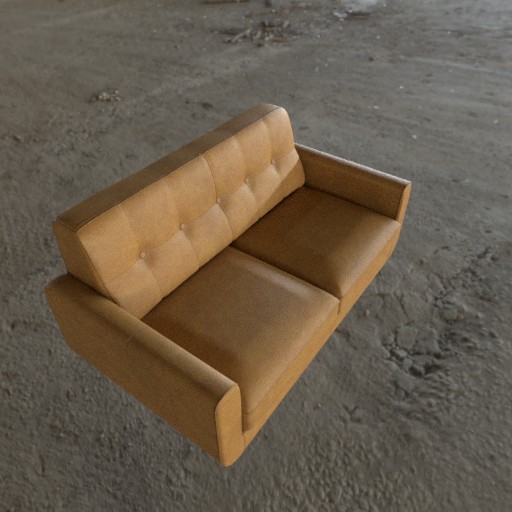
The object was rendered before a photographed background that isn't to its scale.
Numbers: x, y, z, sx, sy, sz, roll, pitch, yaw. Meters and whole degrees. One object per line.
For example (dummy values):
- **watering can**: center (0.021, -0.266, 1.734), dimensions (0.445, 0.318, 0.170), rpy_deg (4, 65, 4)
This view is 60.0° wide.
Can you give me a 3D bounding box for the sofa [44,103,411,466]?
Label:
- **sofa**: center (0.000, 0.000, 2.183), dimensions (0.952, 0.925, 1.651), rpy_deg (25, 47, 26)
